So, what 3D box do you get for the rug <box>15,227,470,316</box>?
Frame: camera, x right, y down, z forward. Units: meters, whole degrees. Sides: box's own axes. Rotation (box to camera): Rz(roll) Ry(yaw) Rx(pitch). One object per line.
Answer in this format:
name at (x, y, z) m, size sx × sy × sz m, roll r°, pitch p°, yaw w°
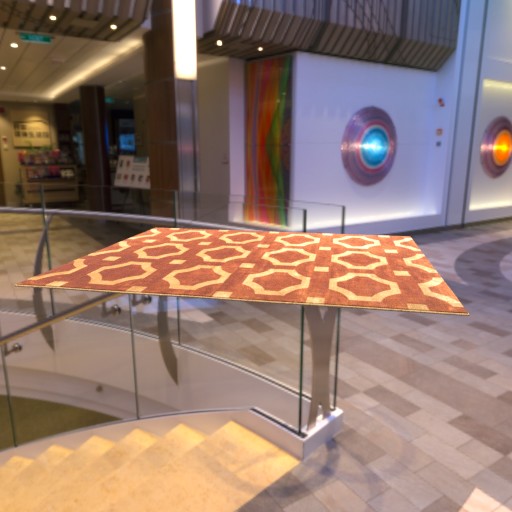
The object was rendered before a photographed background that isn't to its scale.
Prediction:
rug at (0.000, 0.000, 4.071) m, size 3.049 × 0.021 × 2.466 m, roll 3°, pitch 14°, yaw 11°
